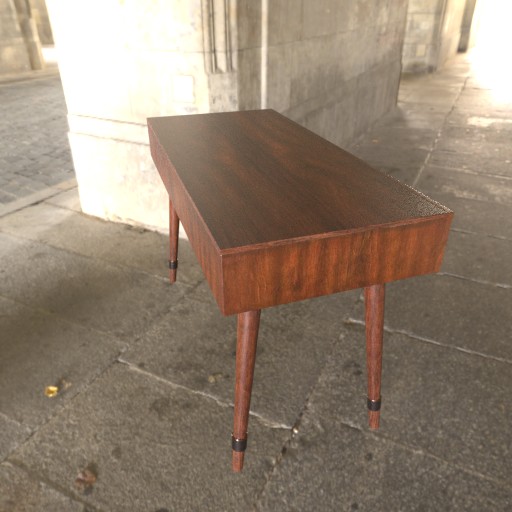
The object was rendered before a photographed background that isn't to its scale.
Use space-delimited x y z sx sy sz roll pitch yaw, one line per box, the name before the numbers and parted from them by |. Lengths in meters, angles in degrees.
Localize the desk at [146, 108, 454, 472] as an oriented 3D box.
desk | 0.000 0.000 2.146 0.734 1.031 1.577 -10 31 -16
